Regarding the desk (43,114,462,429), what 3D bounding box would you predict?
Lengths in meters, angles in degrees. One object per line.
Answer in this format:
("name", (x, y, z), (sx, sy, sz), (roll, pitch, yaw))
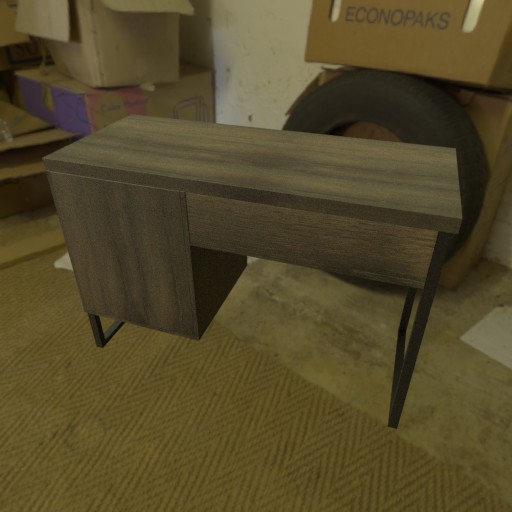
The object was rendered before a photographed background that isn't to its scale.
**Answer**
("desk", (0.000, 0.000, 1.535), (1.134, 0.752, 0.511), (11, 35, 16))
